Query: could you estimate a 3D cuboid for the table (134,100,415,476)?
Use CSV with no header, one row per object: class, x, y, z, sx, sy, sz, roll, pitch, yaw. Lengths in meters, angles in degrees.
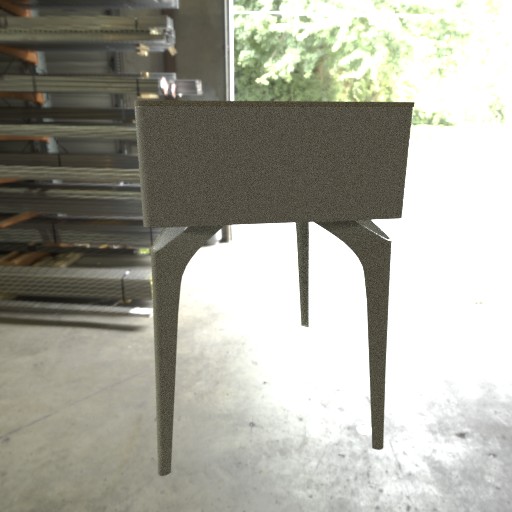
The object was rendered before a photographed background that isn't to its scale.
table,0.000,0.000,0.890,0.400,0.570,0.500,-3,17,-9
